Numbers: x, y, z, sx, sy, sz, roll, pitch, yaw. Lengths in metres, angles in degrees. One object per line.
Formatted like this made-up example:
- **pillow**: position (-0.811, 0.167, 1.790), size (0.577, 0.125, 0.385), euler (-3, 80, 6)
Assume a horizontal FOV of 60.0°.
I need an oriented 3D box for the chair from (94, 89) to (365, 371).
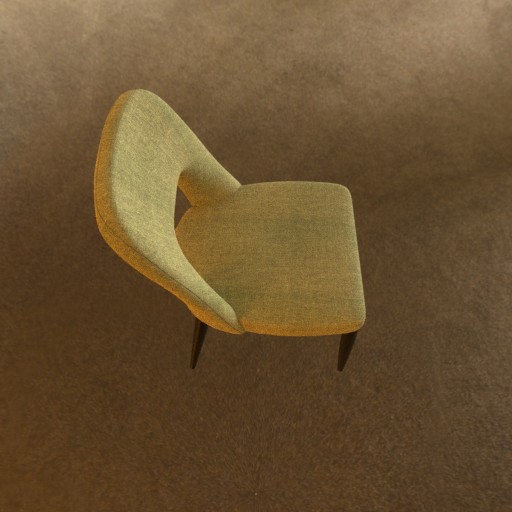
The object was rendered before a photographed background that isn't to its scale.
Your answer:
- **chair**: position (0.000, 0.000, 1.256), size (0.612, 0.931, 0.470), euler (0, 62, 0)
